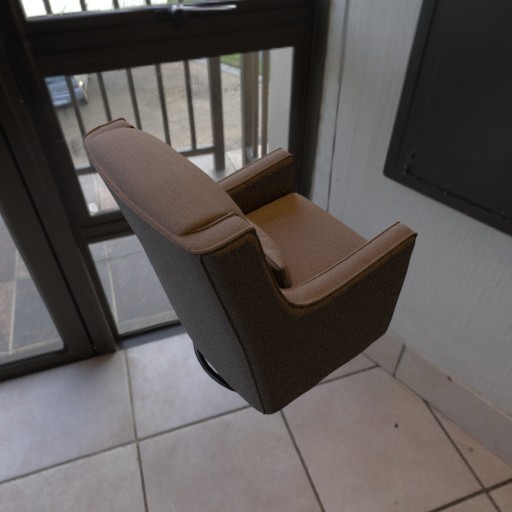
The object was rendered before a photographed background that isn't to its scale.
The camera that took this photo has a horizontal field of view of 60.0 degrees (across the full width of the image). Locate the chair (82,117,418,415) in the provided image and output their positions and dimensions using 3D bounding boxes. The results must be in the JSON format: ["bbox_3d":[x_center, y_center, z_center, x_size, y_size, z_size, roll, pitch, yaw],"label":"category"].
[{"bbox_3d":[0.000,0.000,1.600,0.879,0.993,0.732,-27,49,-26],"label":"chair"}]
